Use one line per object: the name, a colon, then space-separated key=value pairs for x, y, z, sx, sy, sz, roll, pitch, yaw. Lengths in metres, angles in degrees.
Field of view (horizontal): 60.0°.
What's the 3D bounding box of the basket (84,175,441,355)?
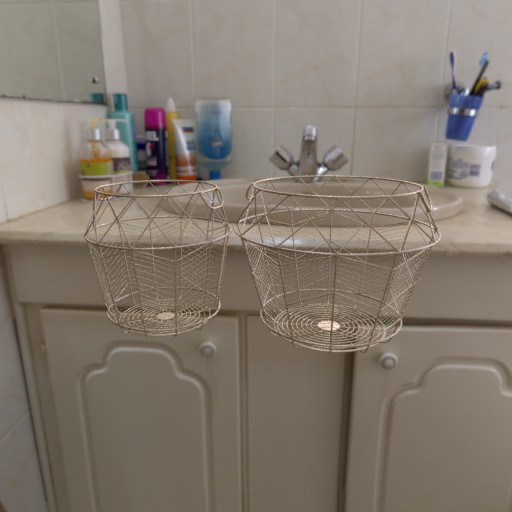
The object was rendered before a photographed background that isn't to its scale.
basket: x=0.000 y=0.000 z=1.045 sx=0.805 sy=0.343 sz=0.451 roll=2 pitch=16 yaw=8
